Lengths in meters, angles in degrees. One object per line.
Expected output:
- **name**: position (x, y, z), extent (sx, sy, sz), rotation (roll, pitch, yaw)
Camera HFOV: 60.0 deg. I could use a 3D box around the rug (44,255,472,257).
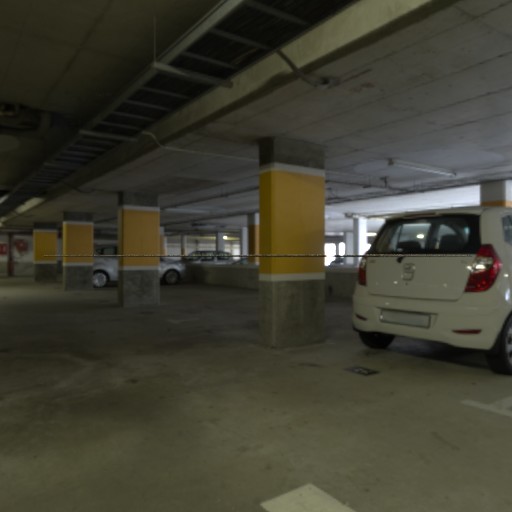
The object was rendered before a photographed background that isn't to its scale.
- **rug**: position (0.000, 0.000, 2.837), extent (2.238, 0.008, 1.593), rotation (0, 0, 37)
